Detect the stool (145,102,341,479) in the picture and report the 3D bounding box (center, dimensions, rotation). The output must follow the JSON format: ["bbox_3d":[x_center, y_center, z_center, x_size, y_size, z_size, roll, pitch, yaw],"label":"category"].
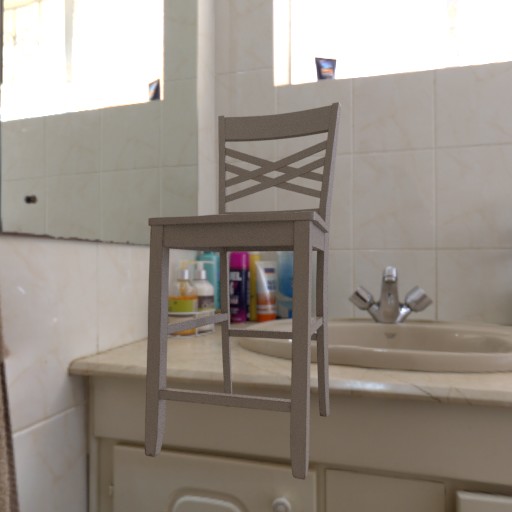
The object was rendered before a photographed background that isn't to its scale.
[{"bbox_3d":[0.000,0.000,1.373,0.462,1.079,0.539,-1,-2,18],"label":"stool"}]
